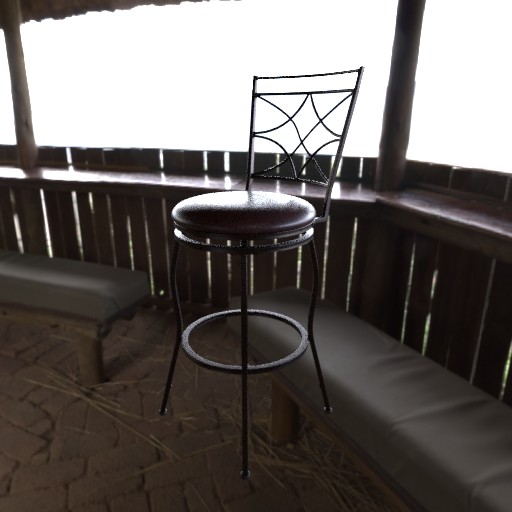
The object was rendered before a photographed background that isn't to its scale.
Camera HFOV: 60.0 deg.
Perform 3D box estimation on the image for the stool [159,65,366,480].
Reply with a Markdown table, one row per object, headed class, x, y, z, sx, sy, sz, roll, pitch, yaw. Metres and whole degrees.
| class | x | y | z | sx | sy | sz | roll | pitch | yaw |
| --- | --- | --- | --- | --- | --- | --- | --- | --- | --- |
| stool | 0.000 | 0.000 | 1.407 | 0.434 | 1.117 | 0.534 | 16 | 24 | 42 |
